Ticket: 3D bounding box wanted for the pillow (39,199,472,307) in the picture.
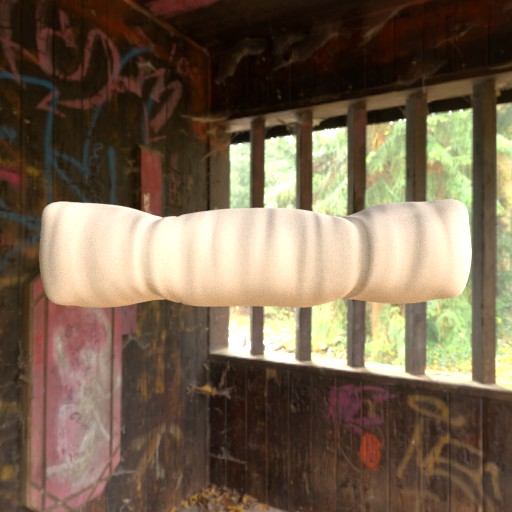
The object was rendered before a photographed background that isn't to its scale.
[{"bbox_3d":[0.000,0.000,0.710,0.490,0.128,0.468,0,0,1],"label":"pillow"}]
